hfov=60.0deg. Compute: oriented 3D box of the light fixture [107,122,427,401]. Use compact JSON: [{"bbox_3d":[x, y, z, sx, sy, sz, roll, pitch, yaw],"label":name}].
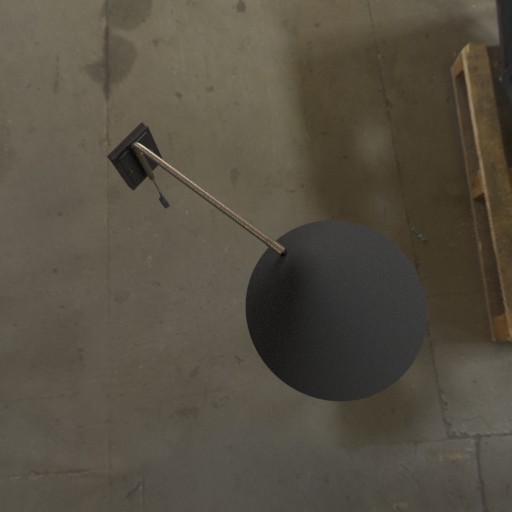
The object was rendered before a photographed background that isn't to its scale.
[{"bbox_3d":[0.000,0.000,0.686,0.516,0.312,0.240,39,79,9],"label":"light fixture"}]
